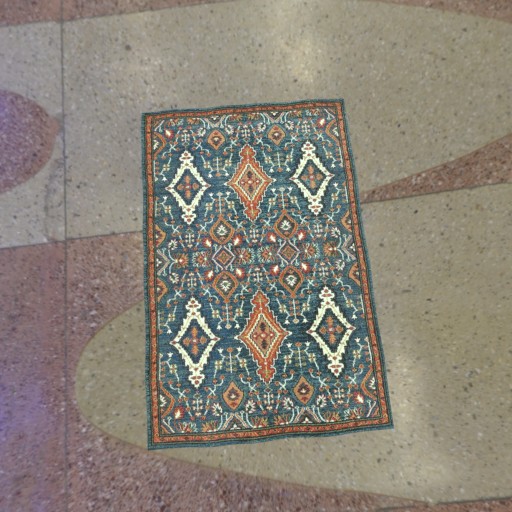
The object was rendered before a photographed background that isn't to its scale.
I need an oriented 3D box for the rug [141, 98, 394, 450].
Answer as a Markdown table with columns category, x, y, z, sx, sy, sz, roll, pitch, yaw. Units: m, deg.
| category | x | y | z | sx | sy | sz | roll | pitch | yaw |
| --- | --- | --- | --- | --- | --- | --- | --- | --- | --- |
| rug | 0.000 | 0.000 | 4.304 | 2.190 | 0.008 | 3.371 | -5 | 75 | -1 |
